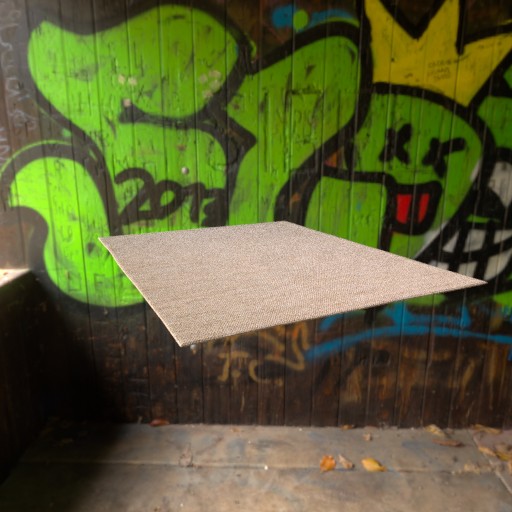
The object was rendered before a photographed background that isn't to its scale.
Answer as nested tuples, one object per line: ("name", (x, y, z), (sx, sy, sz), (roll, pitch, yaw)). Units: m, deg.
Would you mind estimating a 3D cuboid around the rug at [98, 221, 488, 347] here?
("rug", (0.000, 0.000, 4.142), (2.406, 0.012, 3.034), (-7, 16, -26))
